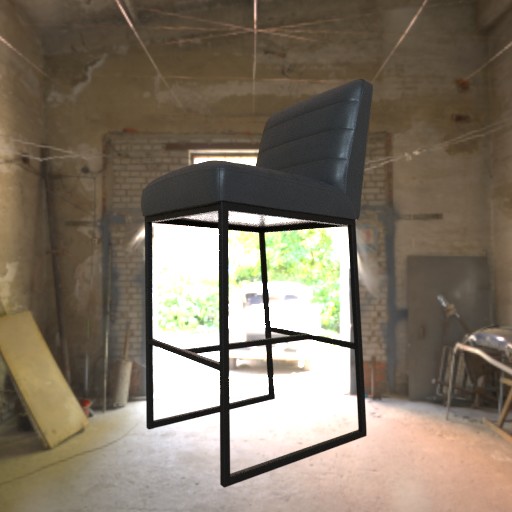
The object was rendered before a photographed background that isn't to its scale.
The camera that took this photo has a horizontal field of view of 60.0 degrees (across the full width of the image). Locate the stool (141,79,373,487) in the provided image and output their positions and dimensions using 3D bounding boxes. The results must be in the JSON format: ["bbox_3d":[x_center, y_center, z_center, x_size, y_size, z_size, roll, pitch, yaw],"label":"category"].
[{"bbox_3d":[0.000,0.000,1.317,0.552,1.040,0.457,0,0,-37],"label":"stool"}]
